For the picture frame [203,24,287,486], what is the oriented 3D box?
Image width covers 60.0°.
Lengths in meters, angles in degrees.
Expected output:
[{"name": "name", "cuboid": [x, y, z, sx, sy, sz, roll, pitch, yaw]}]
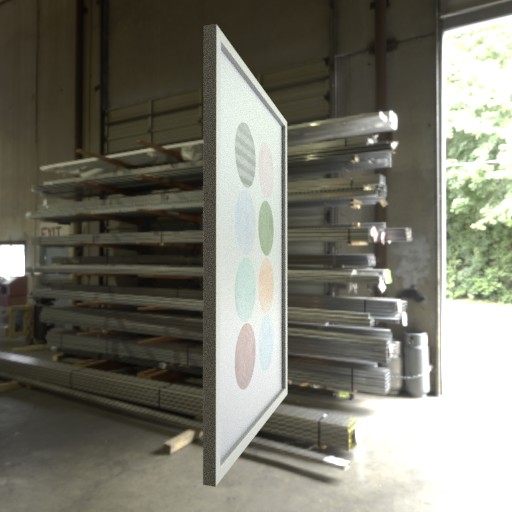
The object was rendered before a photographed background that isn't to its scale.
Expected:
[{"name": "picture frame", "cuboid": [0.000, 0.000, 0.563, 0.013, 0.434, 0.305, 0, -1, 17]}]
